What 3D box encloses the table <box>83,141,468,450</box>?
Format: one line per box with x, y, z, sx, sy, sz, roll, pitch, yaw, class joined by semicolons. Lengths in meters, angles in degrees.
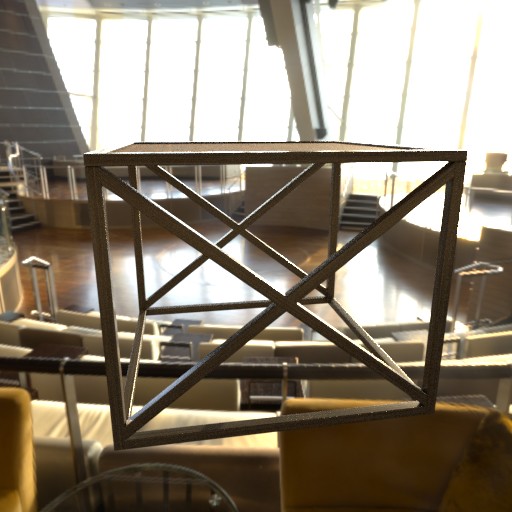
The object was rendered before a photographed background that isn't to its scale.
0.000;0.000;1.044;0.611;0.507;0.609;-3;16;-10;table
